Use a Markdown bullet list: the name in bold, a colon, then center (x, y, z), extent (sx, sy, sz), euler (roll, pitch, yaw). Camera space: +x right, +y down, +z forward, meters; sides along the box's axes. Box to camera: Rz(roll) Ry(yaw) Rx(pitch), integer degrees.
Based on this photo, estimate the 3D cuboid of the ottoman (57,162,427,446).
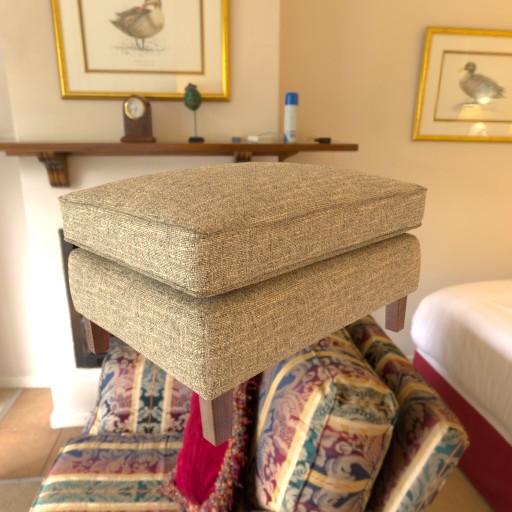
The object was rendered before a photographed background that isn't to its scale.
- **ottoman**: center (0.000, 0.000, 0.993), extent (0.686, 0.406, 0.508), euler (-15, 22, -42)
